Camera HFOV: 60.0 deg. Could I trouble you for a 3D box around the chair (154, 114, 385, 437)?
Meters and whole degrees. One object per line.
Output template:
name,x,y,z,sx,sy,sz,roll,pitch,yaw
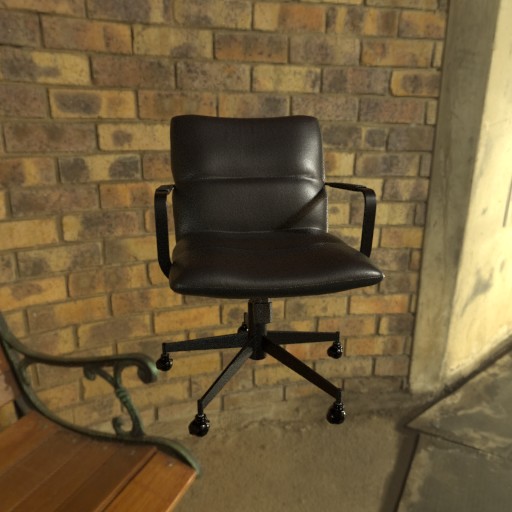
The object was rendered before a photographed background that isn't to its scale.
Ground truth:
chair,0.000,0.000,1.474,0.719,0.922,0.748,-2,16,-8
